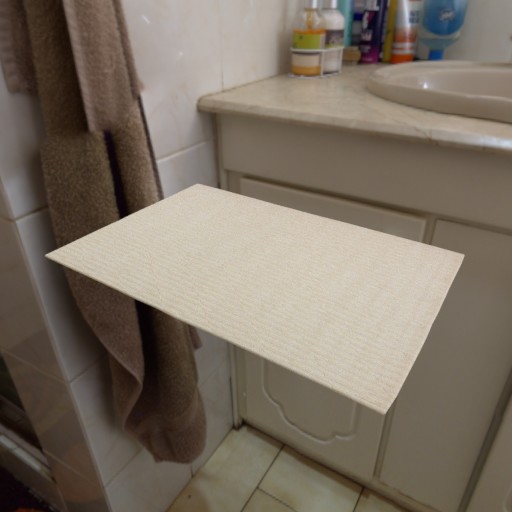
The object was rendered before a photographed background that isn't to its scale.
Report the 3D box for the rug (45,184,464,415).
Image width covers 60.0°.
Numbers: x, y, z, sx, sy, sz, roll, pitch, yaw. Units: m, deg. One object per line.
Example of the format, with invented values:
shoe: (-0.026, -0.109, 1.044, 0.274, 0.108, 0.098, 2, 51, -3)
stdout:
rug: (0.000, 0.000, 2.326, 1.848, 0.014, 1.238, 19, 35, 28)
